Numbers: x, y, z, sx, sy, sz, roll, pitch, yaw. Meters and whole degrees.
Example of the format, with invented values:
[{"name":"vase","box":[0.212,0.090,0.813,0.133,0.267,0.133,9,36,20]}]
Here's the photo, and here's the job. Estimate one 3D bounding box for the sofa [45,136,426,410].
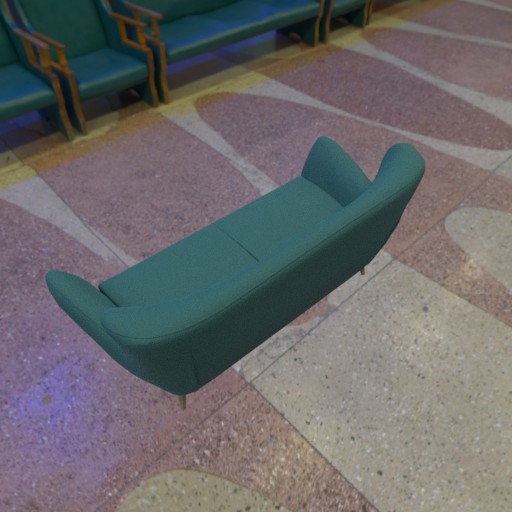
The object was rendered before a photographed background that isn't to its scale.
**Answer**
[{"name":"sofa","box":[0.000,0.000,2.411,1.930,0.890,0.889,-32,53,-27]}]
